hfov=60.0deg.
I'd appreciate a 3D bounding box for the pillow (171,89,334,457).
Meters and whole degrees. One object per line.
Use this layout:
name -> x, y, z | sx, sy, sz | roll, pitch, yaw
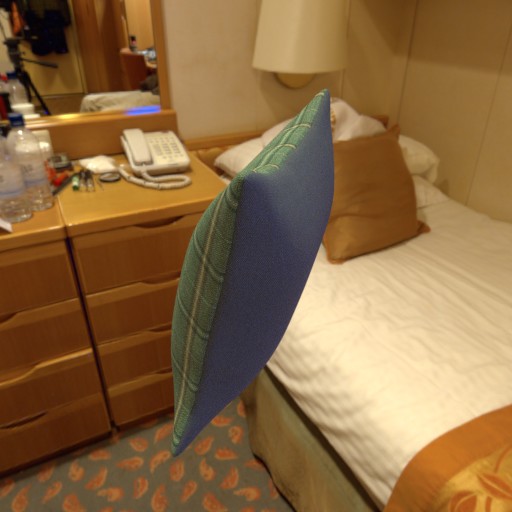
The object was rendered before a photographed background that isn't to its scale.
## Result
pillow -> 0.000, 0.000, 0.687 | 0.200, 0.430, 0.453 | 9, 31, 15
